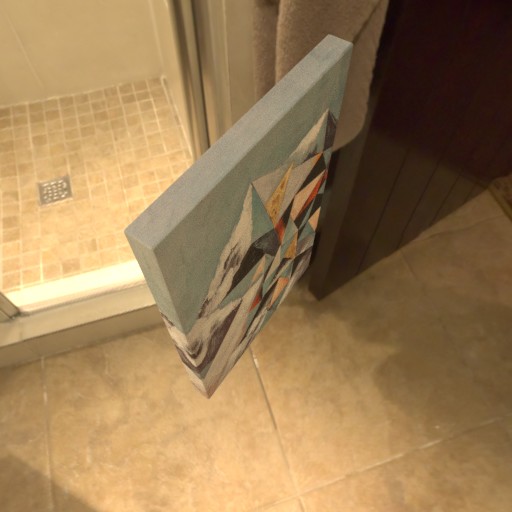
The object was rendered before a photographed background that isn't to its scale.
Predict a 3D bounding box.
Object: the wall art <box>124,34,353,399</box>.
[{"bbox_3d":[0.000,0.000,1.173,0.061,0.911,0.609,31,64,17],"label":"wall art"}]
